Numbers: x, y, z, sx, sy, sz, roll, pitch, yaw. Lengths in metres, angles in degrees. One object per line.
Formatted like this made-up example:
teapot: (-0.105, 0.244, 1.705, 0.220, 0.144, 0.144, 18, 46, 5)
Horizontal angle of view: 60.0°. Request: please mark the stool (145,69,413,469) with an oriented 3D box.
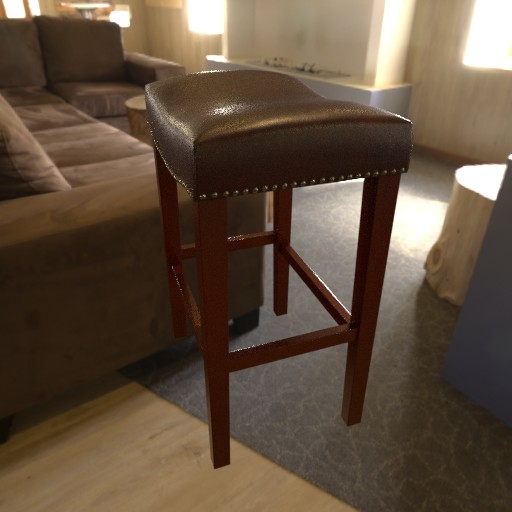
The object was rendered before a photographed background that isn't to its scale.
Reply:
stool: (0.000, 0.000, 1.020, 0.372, 0.742, 0.504, -10, 32, -17)
